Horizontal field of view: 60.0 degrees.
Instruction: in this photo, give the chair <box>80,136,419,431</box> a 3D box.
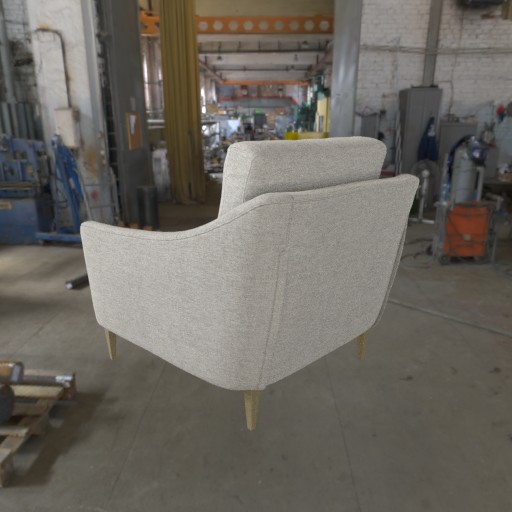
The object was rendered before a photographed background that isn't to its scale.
[{"bbox_3d":[0.000,0.000,1.728,0.986,0.902,0.961,-16,23,-41],"label":"chair"}]
